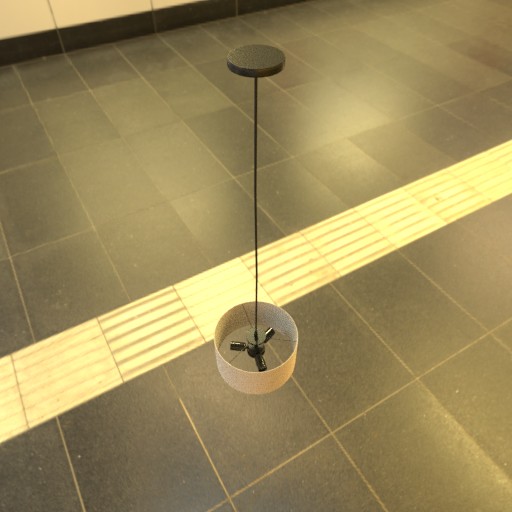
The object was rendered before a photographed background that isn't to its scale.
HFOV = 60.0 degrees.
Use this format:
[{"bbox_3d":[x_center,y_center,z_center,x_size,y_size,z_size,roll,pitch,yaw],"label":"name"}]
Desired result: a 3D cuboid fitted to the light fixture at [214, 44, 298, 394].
[{"bbox_3d":[0.000,0.000,1.699,0.399,1.516,0.399,0,47,0],"label":"light fixture"}]
